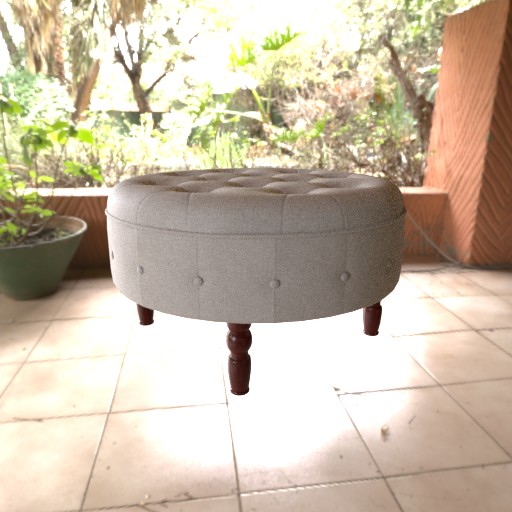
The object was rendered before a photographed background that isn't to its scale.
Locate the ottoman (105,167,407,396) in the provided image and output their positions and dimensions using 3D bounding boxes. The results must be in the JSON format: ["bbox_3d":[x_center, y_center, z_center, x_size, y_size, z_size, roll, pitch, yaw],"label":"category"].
[{"bbox_3d":[0.000,0.000,1.356,0.849,0.478,0.849,0,16,0],"label":"ottoman"}]
